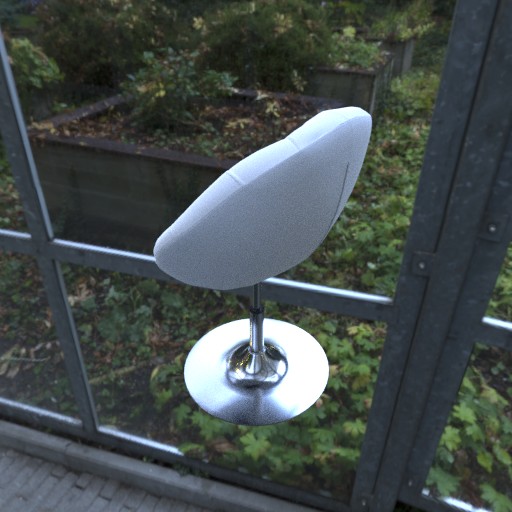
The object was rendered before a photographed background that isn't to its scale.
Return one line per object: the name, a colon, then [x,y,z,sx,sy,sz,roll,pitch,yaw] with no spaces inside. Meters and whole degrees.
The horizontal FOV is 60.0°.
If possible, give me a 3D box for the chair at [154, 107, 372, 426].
chair: [0.000,0.000,1.846,0.736,1.261,0.940,21,37,30]
